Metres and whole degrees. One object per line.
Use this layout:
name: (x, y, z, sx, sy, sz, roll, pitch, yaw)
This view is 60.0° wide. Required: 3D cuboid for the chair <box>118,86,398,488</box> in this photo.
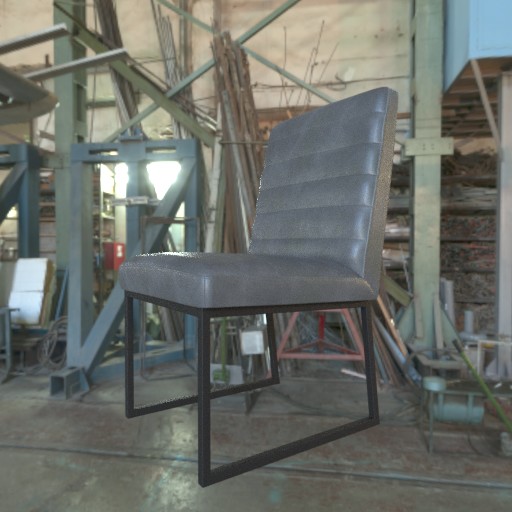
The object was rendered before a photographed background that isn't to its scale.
chair: (0.000, 0.000, 1.254, 0.634, 0.930, 0.520, -1, 2, -36)
